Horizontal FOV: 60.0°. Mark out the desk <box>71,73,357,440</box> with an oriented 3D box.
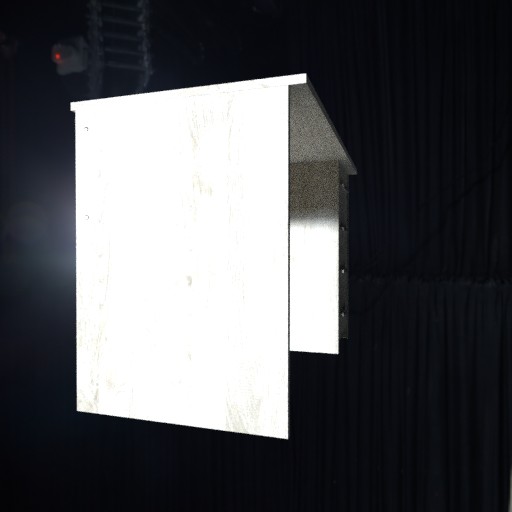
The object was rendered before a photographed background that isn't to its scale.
[{"bbox_3d":[0.000,0.000,1.477,0.560,0.730,1.096,0,1,18],"label":"desk"}]
